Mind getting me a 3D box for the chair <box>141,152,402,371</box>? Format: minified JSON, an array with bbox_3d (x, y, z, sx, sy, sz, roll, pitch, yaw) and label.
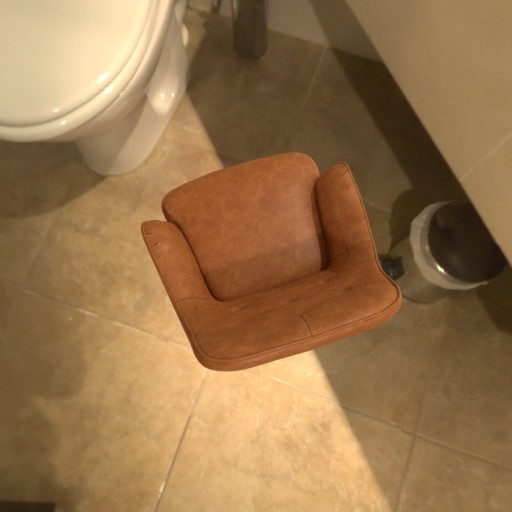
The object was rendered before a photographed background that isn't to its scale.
[{"bbox_3d":[0.000,0.000,1.338,0.628,0.909,0.615,-17,77,-4],"label":"chair"}]
